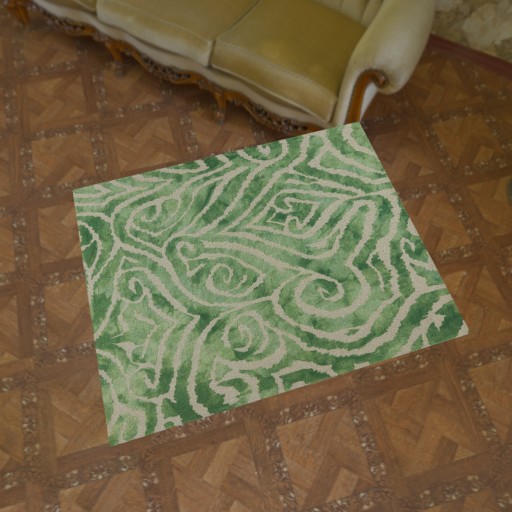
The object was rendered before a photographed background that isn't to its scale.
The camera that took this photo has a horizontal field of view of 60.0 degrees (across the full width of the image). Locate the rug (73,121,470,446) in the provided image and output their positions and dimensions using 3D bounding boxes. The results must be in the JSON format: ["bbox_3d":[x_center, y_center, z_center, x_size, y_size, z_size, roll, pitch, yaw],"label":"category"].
[{"bbox_3d":[0.000,0.000,4.059,3.045,0.007,2.436,-15,65,-7],"label":"rug"}]
